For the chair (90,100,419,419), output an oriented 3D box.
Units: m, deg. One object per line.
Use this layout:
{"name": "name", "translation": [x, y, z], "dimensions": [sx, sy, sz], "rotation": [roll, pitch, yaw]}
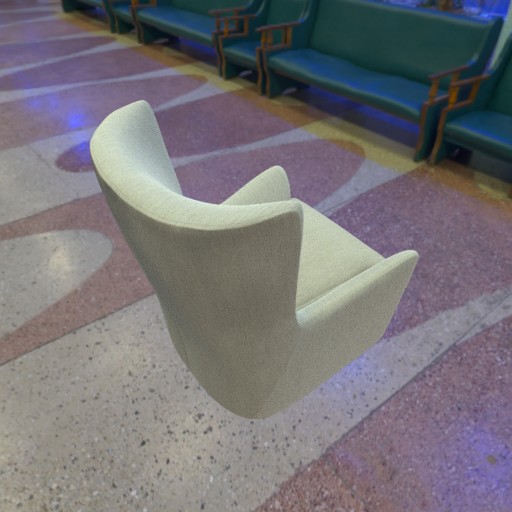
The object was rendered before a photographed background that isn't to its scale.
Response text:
{"name": "chair", "translation": [0.000, 0.000, 1.607], "dimensions": [0.904, 1.000, 0.779], "rotation": [-26, 47, -27]}
